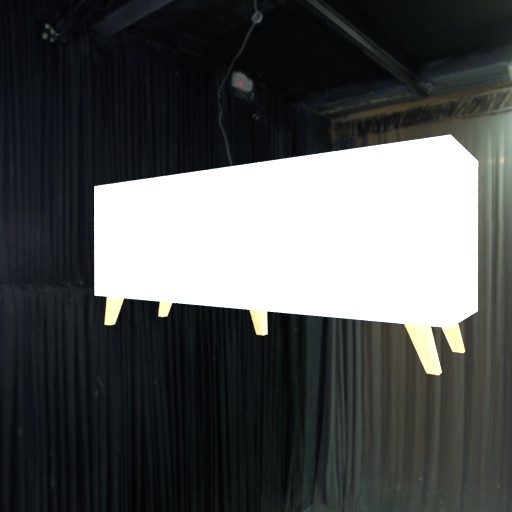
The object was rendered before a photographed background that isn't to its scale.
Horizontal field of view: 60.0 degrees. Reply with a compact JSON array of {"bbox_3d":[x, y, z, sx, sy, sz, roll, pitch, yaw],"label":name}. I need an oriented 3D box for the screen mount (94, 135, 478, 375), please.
[{"bbox_3d":[0.000,0.000,1.714,1.490,0.619,0.400,0,0,36],"label":"screen mount"}]
